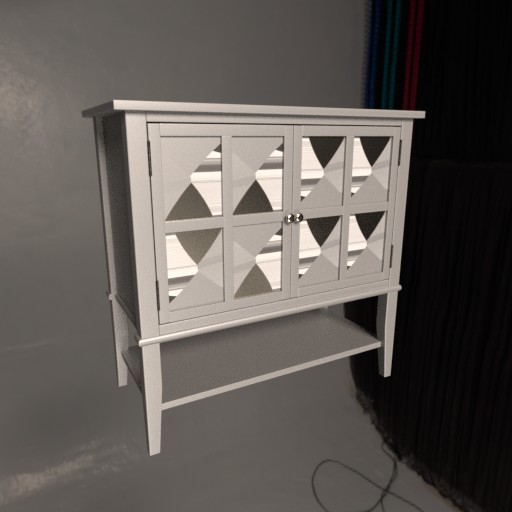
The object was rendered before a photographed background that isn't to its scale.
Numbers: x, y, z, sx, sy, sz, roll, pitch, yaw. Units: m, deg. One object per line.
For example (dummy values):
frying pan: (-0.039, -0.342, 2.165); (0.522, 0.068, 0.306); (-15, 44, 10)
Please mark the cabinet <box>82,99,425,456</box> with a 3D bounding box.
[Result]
cabinet: (0.000, 0.000, 1.252); (0.801, 0.780, 0.396); (-8, 17, -27)
